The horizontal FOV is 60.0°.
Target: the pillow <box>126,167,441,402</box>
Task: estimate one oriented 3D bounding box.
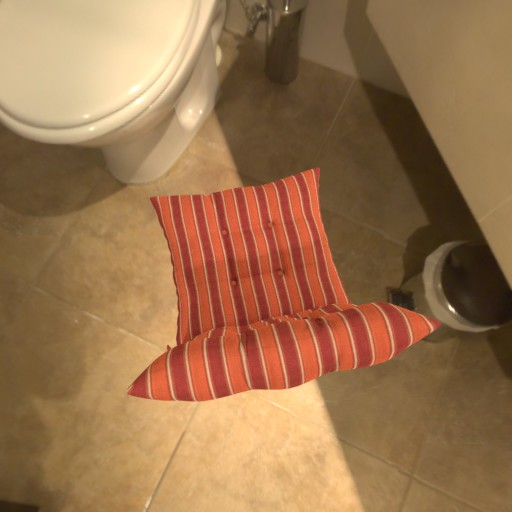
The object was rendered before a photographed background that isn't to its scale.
[{"bbox_3d":[0.000,0.000,1.006,0.541,0.536,0.585,-11,74,-3],"label":"pillow"}]
